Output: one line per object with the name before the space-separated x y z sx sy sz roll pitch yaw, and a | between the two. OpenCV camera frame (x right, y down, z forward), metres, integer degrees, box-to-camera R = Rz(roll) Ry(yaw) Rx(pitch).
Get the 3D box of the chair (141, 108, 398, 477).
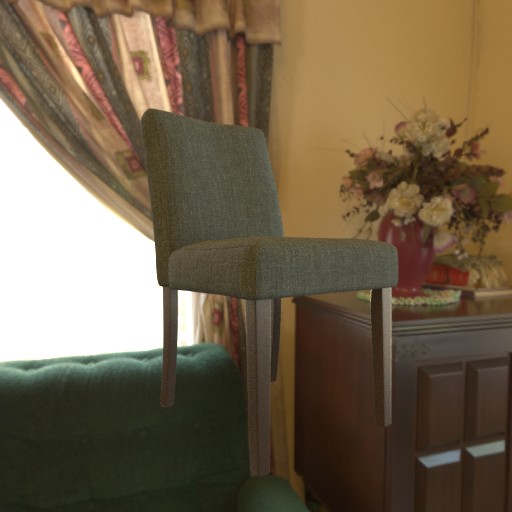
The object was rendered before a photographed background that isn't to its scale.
chair | 0.000 0.000 1.262 0.487 0.884 0.629 -1 2 -37
